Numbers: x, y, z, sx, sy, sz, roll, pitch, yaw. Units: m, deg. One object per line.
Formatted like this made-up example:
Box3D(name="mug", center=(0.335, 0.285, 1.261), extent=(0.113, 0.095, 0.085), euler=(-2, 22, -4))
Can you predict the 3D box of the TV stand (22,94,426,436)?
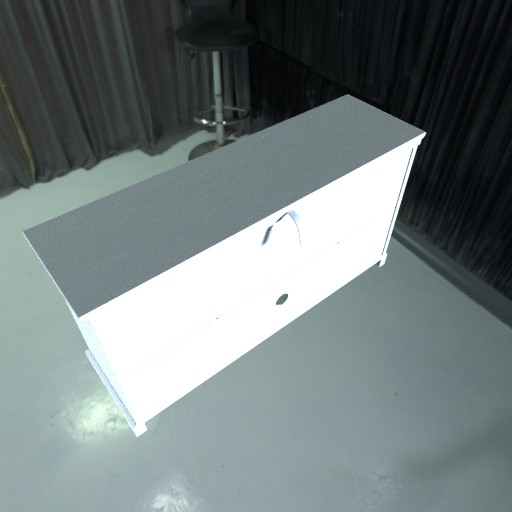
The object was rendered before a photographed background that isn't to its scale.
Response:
Box3D(name="TV stand", center=(0.000, 0.000, 1.485), extent=(1.187, 0.624, 0.424), euler=(-30, 53, -26))
